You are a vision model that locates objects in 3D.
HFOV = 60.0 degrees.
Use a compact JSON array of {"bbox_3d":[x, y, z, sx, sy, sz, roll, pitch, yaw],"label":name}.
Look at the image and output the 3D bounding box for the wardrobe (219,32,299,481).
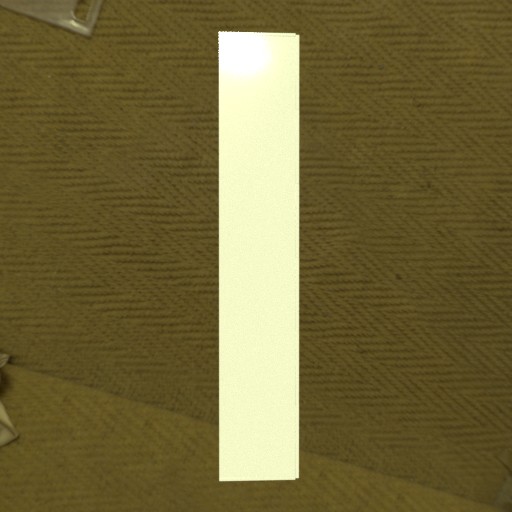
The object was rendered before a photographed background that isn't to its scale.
[{"bbox_3d":[0.000,0.000,4.148,0.580,2.360,3.000,0,90,-2],"label":"wardrobe"}]
